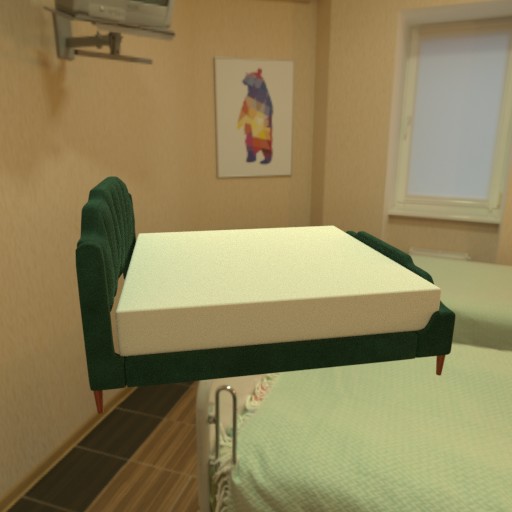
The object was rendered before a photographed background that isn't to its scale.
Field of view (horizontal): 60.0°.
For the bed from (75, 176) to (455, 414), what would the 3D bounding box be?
[{"bbox_3d":[0.000,0.000,3.608,2.340,1.245,2.074,-3,16,-10],"label":"bed"}]
